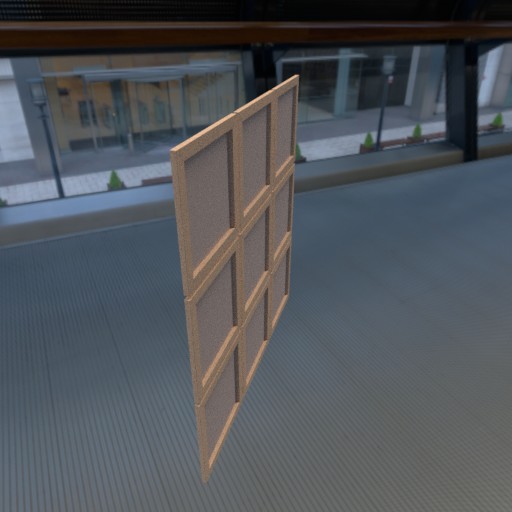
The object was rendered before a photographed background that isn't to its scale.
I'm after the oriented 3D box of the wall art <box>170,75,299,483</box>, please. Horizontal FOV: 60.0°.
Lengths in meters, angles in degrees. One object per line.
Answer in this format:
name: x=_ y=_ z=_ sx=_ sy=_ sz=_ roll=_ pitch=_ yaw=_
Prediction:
wall art: x=0.000 y=0.000 z=1.348 sx=0.012 sy=0.910 sz=0.917 roll=9 pitch=31 yaw=15
